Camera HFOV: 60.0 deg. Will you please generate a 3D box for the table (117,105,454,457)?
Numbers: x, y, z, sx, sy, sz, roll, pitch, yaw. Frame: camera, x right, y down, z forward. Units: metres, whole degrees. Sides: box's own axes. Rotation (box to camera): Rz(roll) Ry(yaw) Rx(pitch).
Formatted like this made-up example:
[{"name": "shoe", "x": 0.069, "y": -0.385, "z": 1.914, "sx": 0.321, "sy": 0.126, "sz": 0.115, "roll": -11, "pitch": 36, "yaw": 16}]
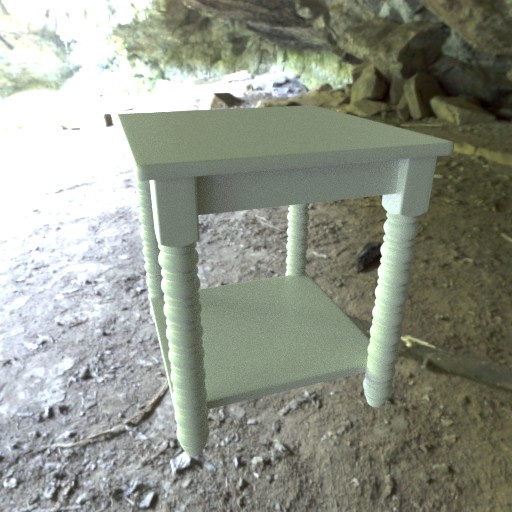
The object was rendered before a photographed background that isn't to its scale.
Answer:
[{"name": "table", "x": 0.000, "y": 0.000, "z": 0.982, "sx": 0.500, "sy": 0.563, "sz": 0.533, "roll": -8, "pitch": 26, "yaw": -17}]
